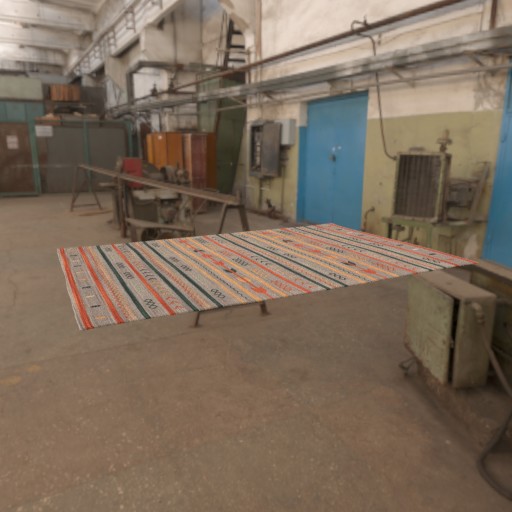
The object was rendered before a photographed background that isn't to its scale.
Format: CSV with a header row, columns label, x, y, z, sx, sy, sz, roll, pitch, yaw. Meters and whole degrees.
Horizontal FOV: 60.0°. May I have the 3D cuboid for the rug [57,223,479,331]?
label,x,y,z,sx,sy,sz,roll,pitch,yaw
rug,0.000,0.000,2.297,1.835,0.017,1.220,-7,16,-26
